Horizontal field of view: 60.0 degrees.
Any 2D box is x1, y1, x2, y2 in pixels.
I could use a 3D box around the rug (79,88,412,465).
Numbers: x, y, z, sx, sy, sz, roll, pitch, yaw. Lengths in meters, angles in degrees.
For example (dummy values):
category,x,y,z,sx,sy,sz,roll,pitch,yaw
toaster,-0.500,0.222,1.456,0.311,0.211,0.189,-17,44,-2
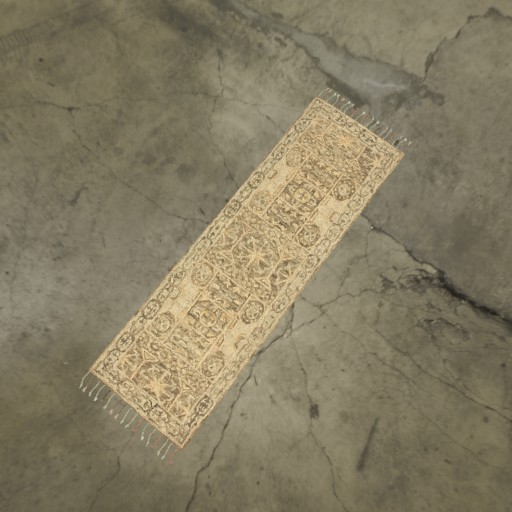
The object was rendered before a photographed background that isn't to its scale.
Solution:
category,x,y,z,sx,sy,sz,roll,pitch,yaw
rug,0.000,0.000,2.935,0.762,0.011,2.664,37,79,8
